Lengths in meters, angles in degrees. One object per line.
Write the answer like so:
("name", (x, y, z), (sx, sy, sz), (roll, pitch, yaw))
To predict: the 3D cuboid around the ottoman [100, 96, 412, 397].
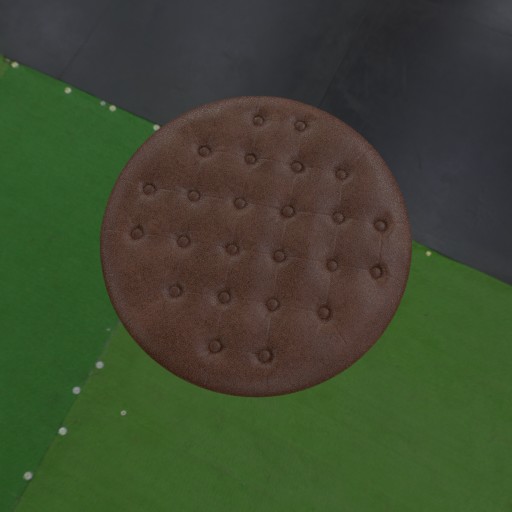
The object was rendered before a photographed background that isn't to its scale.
("ottoman", (0.000, 0.000, 1.086), (0.637, 0.442, 0.637), (0, 76, 0))
